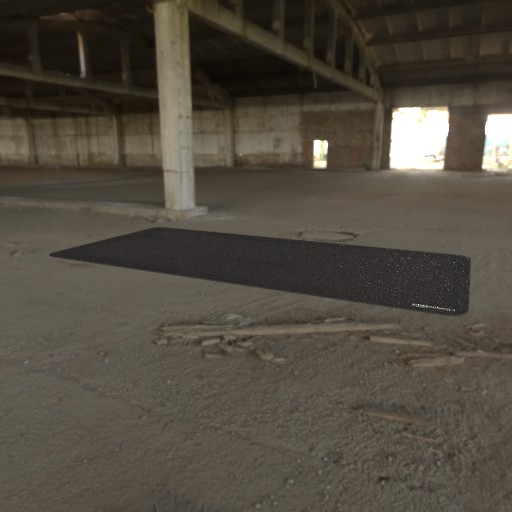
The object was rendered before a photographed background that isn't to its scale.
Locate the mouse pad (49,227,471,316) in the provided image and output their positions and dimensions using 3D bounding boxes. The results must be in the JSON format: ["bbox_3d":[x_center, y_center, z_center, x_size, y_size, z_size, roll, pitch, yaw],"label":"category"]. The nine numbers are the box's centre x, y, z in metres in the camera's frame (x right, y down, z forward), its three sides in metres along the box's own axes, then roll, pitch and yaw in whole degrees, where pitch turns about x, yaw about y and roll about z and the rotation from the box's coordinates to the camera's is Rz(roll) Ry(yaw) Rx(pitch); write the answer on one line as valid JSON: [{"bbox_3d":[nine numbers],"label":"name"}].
[{"bbox_3d":[0.000,0.000,1.036,0.907,0.003,0.424,7,15,25],"label":"mouse pad"}]
